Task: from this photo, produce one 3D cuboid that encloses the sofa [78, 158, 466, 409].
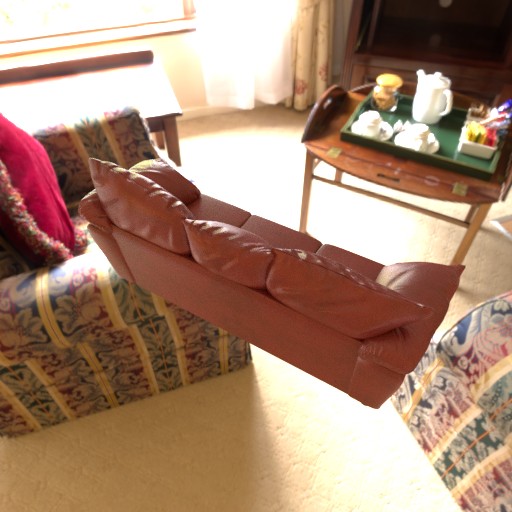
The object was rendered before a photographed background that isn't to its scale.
[{"bbox_3d":[0.000,0.000,2.922,2.390,1.091,0.907,24,51,21],"label":"sofa"}]
